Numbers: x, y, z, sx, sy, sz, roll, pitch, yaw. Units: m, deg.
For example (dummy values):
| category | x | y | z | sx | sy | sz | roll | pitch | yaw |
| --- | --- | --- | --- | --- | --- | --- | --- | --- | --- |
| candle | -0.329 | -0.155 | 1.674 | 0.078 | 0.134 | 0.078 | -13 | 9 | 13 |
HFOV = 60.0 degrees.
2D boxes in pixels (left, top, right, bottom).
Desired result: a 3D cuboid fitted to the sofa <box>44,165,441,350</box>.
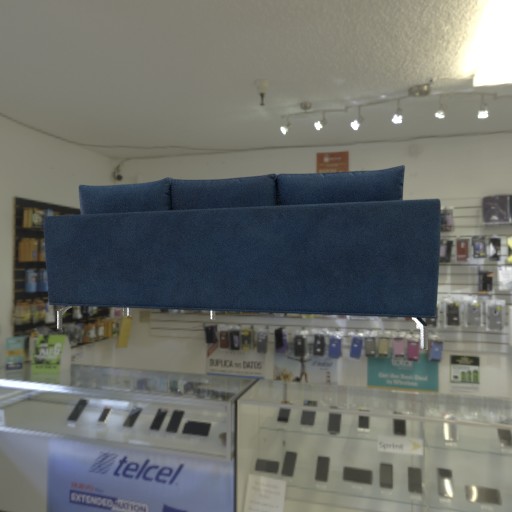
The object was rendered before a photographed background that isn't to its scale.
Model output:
| category | x | y | z | sx | sy | sz | roll | pitch | yaw |
| --- | --- | --- | --- | --- | --- | --- | --- | --- | --- |
| sofa | 0.000 | 0.000 | 3.298 | 2.438 | 0.987 | 1.622 | 0 | -1 | 18 |
